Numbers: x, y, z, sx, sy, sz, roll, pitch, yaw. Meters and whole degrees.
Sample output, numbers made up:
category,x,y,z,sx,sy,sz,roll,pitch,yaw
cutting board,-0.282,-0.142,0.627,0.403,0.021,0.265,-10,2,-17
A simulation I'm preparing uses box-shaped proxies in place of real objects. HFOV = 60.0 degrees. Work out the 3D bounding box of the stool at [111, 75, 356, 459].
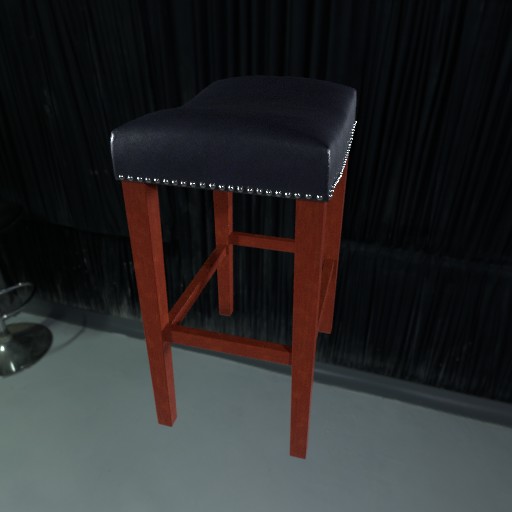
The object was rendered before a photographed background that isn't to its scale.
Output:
category,x,y,z,sx,sy,sz,roll,pitch,yaw
stool,0.000,0.000,1.053,0.372,0.742,0.504,8,31,13
